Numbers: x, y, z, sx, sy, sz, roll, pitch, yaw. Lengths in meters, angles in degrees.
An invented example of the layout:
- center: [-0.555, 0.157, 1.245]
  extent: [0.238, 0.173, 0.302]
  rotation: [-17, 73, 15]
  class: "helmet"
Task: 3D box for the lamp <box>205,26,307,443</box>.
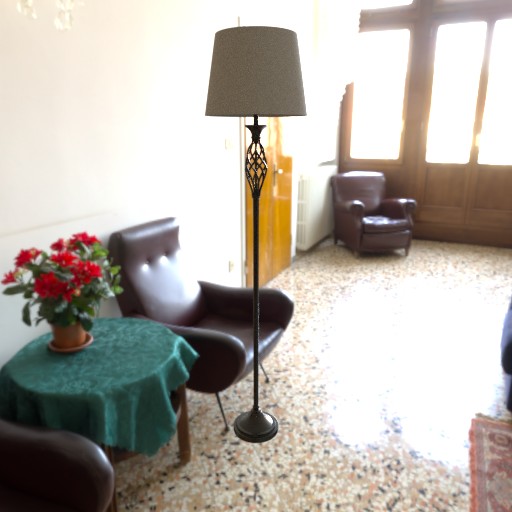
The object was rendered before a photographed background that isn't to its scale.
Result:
- center: [0.000, 0.000, 1.788]
  extent: [0.379, 1.623, 0.379]
  rotation: [0, 16, 0]
  class: "lamp"
